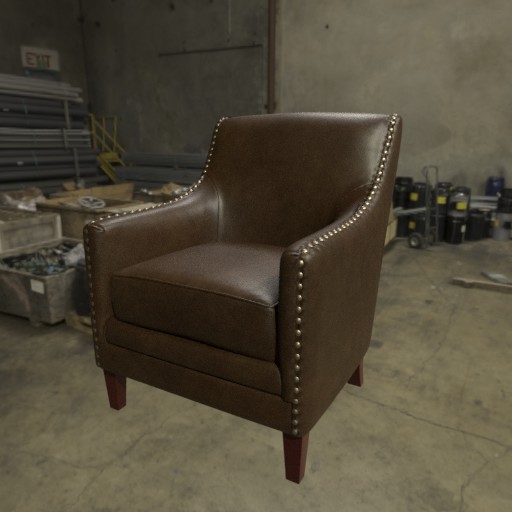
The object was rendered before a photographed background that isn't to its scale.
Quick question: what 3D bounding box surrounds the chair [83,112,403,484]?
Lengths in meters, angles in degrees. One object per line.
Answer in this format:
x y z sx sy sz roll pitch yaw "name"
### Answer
0.000 0.000 1.276 0.639 0.813 0.704 8 17 28 "chair"
